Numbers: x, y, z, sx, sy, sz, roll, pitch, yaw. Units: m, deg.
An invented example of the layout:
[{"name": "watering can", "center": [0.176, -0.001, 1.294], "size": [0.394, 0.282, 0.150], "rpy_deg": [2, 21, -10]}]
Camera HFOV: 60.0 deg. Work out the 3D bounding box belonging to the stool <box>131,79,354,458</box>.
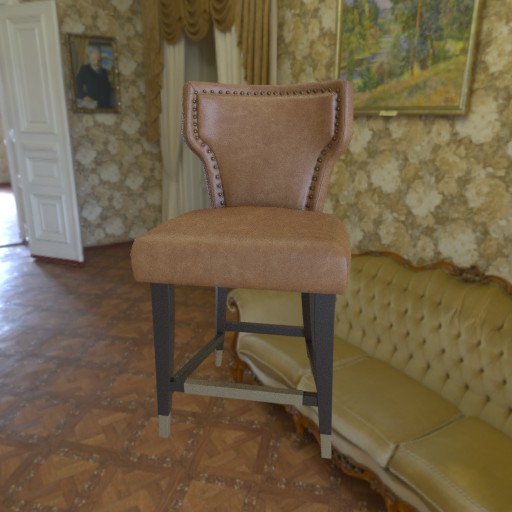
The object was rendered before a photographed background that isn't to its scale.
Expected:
[{"name": "stool", "center": [0.000, 0.000, 1.289], "size": [0.526, 0.982, 0.563], "rpy_deg": [3, 17, 10]}]
